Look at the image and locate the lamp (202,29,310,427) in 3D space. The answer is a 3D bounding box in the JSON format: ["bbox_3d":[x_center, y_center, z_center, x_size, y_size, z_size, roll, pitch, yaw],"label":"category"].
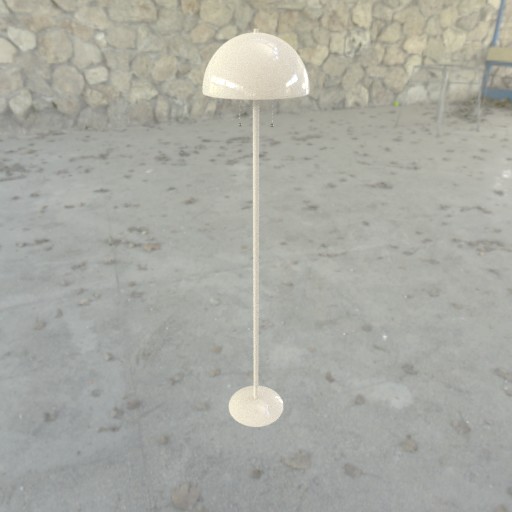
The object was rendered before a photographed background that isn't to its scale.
[{"bbox_3d":[0.000,0.000,1.623,0.328,1.480,0.328,-9,28,-17],"label":"lamp"}]
